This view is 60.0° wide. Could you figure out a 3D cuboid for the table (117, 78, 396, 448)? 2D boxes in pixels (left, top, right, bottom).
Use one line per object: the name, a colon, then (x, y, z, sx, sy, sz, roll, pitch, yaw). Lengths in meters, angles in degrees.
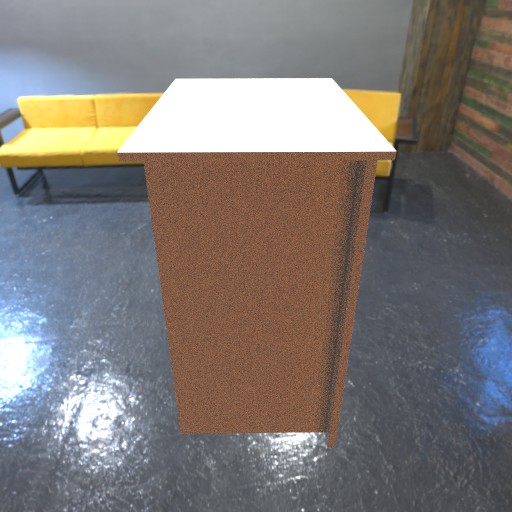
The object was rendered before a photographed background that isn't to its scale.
table: (0.000, 0.000, 1.076, 0.406, 0.711, 0.589, 0, 31, -1)
